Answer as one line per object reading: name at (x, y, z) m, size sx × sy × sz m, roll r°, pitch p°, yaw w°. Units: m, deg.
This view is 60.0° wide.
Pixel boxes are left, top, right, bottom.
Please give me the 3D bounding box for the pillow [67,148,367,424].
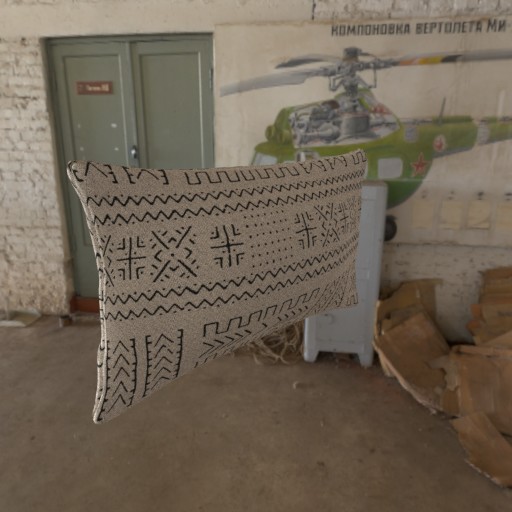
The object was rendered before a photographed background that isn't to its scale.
pillow at (0.000, 0.000, 0.773) m, size 0.637 × 0.352 × 0.188 m, roll -15°, pitch 21°, yaw -43°
